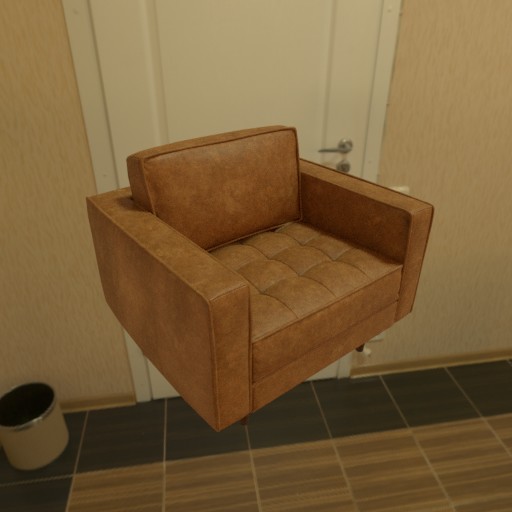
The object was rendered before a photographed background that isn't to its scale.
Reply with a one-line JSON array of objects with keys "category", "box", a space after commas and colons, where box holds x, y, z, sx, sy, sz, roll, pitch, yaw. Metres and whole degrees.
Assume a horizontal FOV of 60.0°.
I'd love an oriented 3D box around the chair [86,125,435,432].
[{"category": "chair", "box": [0.000, 0.000, 1.569, 0.928, 0.767, 0.798, -21, 36, -33]}]
